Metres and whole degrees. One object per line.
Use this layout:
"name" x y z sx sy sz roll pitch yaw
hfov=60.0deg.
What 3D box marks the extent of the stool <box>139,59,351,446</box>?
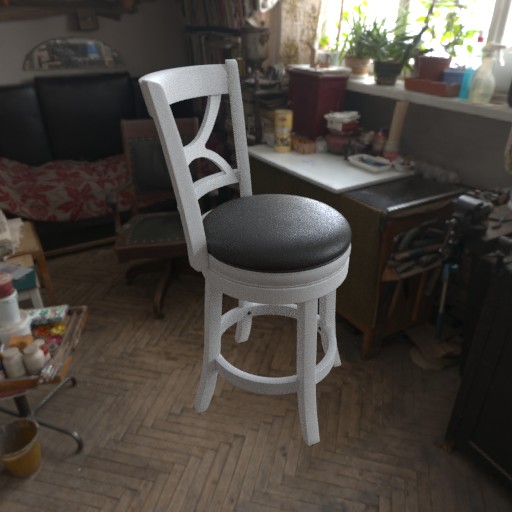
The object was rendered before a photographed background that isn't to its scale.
"stool" 0.000 0.000 1.228 0.508 0.953 0.444 10 31 17
